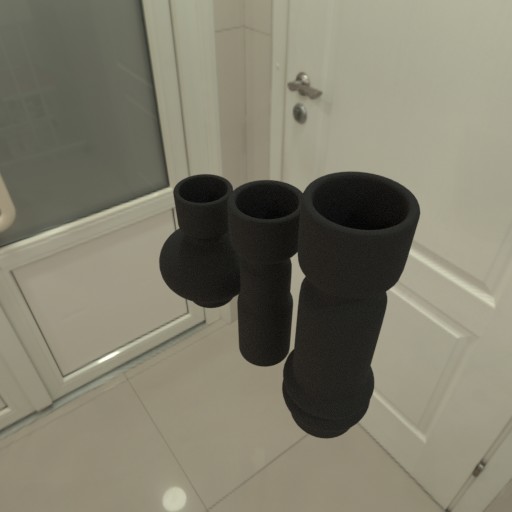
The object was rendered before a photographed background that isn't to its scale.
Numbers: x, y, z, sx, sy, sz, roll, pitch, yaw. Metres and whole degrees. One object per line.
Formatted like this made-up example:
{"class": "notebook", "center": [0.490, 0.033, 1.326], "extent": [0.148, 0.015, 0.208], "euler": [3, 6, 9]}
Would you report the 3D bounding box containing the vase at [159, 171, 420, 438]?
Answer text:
{"class": "vase", "center": [0.000, 0.000, 0.432], "extent": [0.120, 0.249, 0.307], "euler": [-26, 47, -27]}
